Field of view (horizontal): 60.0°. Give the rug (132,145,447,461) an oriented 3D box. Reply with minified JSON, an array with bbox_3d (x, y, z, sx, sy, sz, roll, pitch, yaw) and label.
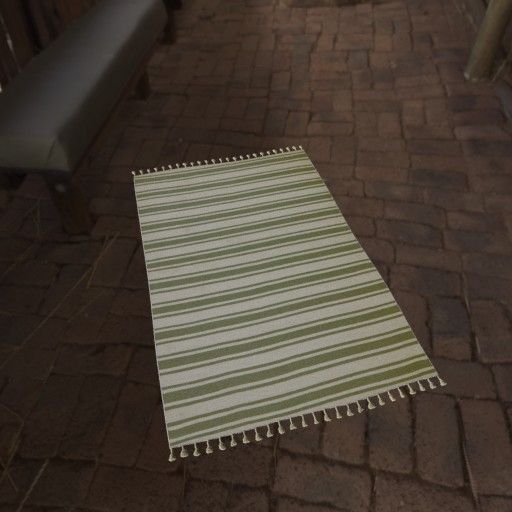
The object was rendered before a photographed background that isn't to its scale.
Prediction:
[{"bbox_3d":[0.000,0.000,2.357,1.162,0.013,1.875,-11,48,-10],"label":"rug"}]
